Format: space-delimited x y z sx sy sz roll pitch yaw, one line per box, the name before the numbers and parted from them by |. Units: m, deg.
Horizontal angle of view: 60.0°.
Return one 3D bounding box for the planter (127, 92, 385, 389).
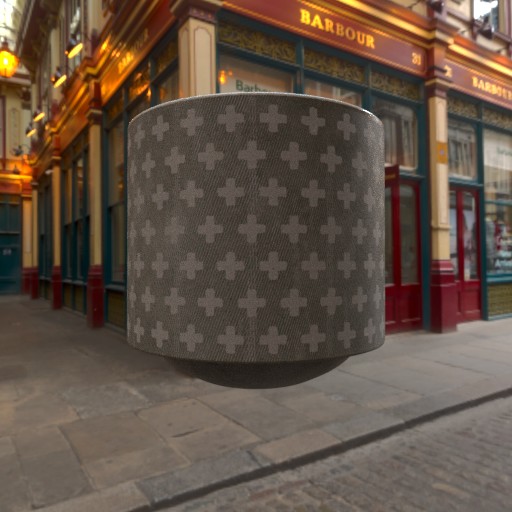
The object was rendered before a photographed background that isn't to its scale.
planter | 0.000 0.000 0.448 0.250 0.239 0.250 0 -1 0
